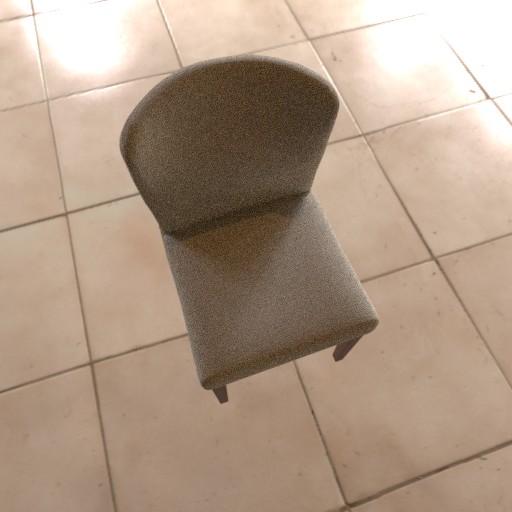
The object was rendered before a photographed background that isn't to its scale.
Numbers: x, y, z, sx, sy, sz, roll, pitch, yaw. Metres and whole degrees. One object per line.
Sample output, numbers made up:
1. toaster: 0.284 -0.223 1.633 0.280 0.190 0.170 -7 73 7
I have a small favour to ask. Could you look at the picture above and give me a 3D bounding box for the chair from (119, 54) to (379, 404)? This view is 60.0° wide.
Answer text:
1. chair: 0.000 0.000 1.212 0.491 0.839 0.589 -18 64 -9
